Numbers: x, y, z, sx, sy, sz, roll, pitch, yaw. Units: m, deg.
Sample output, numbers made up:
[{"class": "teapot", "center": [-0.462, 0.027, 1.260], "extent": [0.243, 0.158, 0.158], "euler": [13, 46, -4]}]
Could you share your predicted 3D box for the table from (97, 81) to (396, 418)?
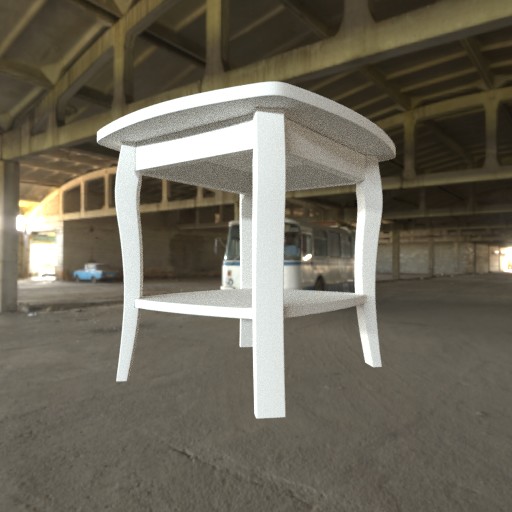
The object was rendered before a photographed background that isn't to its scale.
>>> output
[{"class": "table", "center": [0.000, 0.000, 0.845], "extent": [0.451, 0.438, 0.502], "euler": [0, -1, 37]}]
